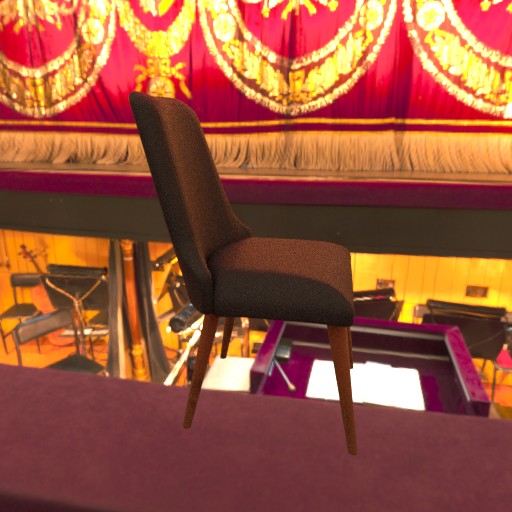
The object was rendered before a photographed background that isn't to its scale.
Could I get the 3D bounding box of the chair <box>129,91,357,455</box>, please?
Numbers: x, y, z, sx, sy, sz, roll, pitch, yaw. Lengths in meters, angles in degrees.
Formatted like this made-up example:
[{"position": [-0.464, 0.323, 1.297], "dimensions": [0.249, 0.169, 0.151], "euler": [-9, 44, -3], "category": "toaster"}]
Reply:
[{"position": [0.000, 0.000, 1.185], "dimensions": [0.567, 0.820, 0.504], "euler": [3, 16, 10], "category": "chair"}]
